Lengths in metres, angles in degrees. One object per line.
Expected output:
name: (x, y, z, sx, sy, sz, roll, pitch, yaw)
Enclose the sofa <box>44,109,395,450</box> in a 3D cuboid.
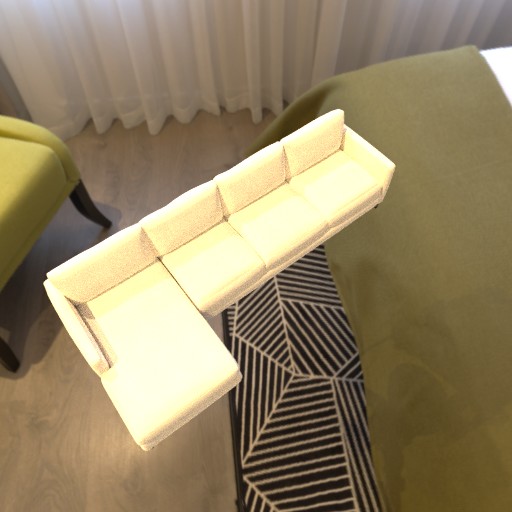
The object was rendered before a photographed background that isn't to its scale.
sofa: (0.000, 0.000, 3.856, 3.186, 0.875, 1.467, -33, 64, -19)
